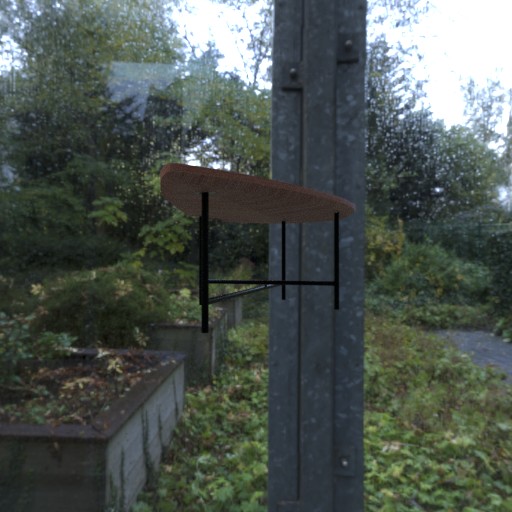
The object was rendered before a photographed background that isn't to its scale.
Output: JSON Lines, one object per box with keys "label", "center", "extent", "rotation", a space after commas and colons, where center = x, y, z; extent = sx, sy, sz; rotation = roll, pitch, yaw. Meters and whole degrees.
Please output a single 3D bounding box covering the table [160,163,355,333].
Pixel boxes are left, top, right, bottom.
{"label": "table", "center": [0.000, 0.000, 1.442], "extent": [0.598, 0.360, 1.199], "rotation": [0, 0, 16]}
